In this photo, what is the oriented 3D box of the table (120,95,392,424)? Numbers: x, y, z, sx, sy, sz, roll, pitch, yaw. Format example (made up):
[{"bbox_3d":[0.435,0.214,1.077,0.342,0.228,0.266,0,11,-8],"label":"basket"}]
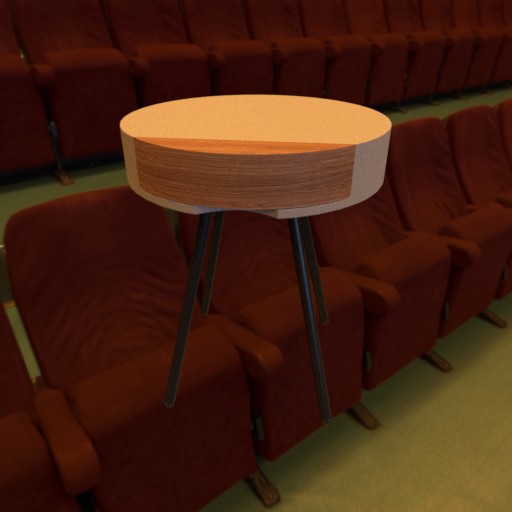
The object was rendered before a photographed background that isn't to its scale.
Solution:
[{"bbox_3d":[0.000,0.000,0.857,0.450,0.525,0.450,0,29,0],"label":"table"}]
